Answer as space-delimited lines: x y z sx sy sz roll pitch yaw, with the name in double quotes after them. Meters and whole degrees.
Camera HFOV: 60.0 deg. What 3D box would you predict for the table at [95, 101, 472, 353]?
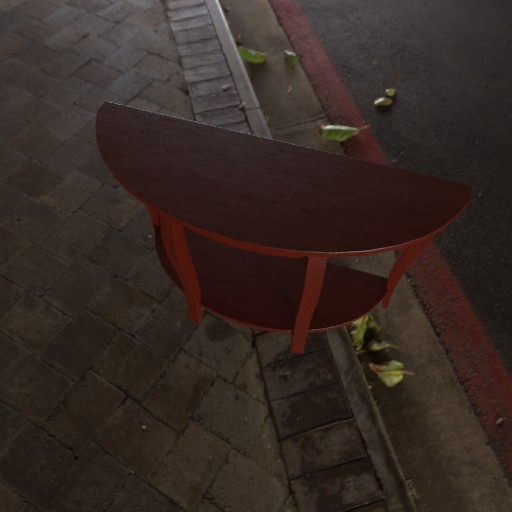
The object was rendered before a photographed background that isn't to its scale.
0.000 0.000 1.641 1.219 0.779 0.405 15 59 10 "table"
